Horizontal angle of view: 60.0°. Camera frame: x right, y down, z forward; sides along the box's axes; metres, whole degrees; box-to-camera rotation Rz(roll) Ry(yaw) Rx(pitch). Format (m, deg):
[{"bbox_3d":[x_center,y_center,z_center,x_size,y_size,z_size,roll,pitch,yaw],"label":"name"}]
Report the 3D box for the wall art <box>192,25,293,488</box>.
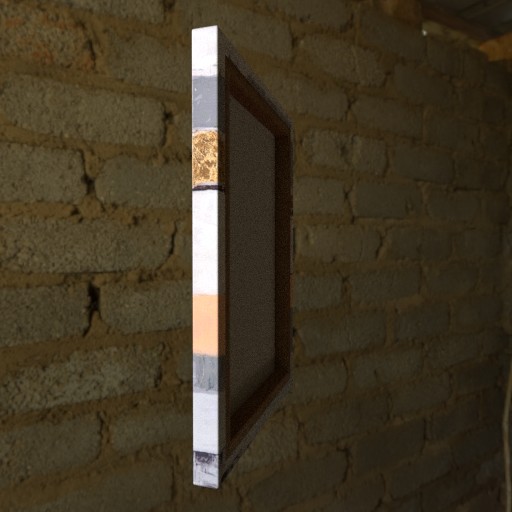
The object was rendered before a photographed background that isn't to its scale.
[{"bbox_3d":[0.000,0.000,0.803,0.038,0.609,0.456,0,1,17],"label":"wall art"}]
